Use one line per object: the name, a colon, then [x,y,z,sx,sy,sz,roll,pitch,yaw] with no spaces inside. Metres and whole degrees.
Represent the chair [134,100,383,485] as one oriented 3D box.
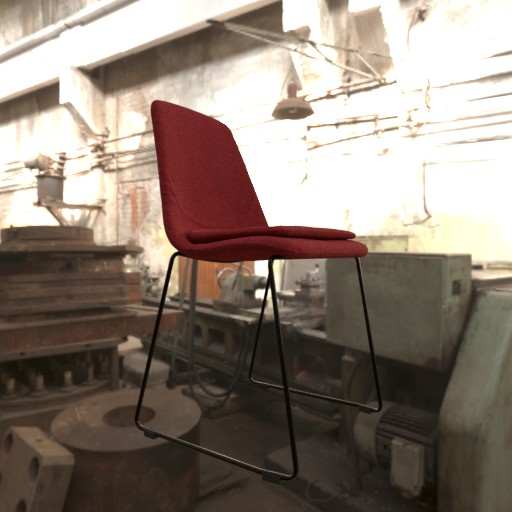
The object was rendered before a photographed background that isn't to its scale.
chair: [0.000,0.000,1.154,0.518,0.858,0.479,0,1,37]
